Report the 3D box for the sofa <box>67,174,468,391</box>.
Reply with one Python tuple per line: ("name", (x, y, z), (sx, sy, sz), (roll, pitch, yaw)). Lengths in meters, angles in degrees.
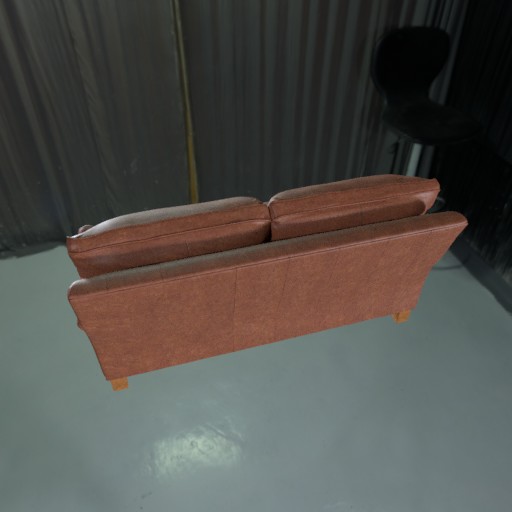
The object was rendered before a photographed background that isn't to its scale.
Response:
("sofa", (0.000, 0.000, 2.826), (2.144, 1.071, 1.147), (-11, 41, -13))
